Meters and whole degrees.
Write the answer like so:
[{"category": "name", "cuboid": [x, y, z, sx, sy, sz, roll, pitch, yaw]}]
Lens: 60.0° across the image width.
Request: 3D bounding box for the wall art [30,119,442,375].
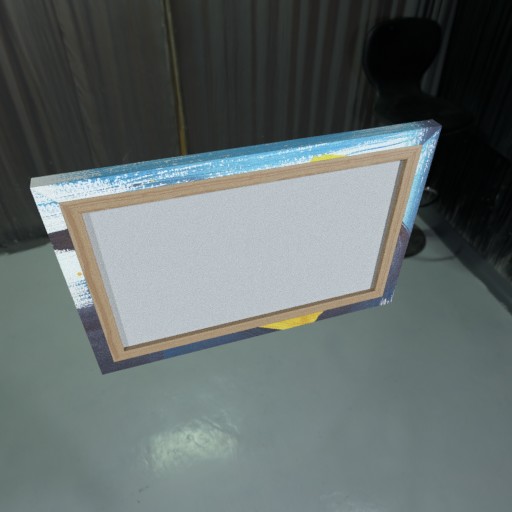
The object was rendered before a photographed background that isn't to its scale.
[{"category": "wall art", "cuboid": [0.000, 0.000, 1.160, 0.914, 0.610, 0.039, -12, 42, -13]}]
